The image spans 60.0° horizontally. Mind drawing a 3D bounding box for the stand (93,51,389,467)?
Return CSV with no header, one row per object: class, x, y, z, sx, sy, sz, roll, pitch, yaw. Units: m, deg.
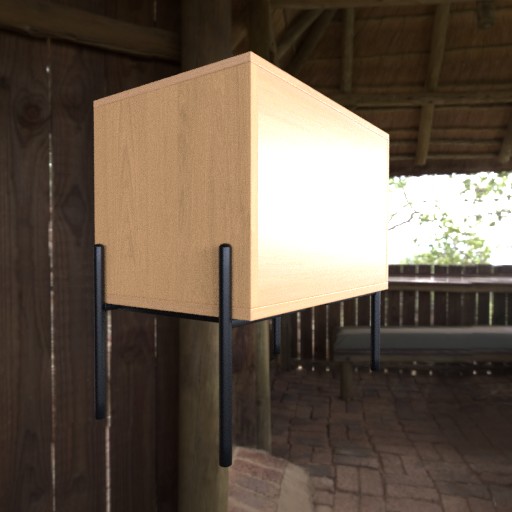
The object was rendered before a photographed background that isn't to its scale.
stand,0.000,0.000,0.991,0.400,0.600,0.630,1,2,36
